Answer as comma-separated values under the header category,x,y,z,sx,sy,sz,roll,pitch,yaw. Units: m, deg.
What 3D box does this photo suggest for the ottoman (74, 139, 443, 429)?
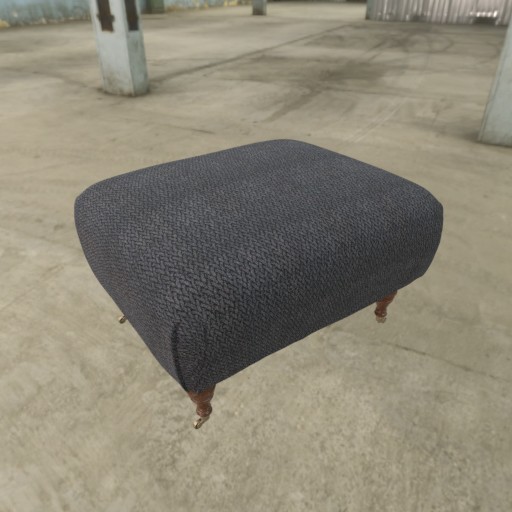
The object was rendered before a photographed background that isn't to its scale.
category,x,y,z,sx,sy,sz,roll,pitch,yaw
ottoman,0.000,0.000,1.145,0.747,0.450,0.622,-21,37,-30
